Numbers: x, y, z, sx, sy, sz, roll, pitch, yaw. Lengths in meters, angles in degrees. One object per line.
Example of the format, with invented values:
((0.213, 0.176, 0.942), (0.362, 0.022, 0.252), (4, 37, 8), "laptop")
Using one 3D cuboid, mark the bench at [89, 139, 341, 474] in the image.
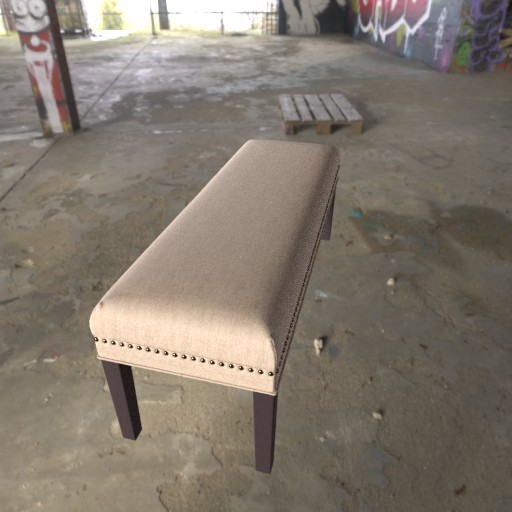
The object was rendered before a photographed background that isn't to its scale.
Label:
((0.000, 0.000, 1.470), (0.410, 0.457, 1.219), (8, 33, 13), "bench")
